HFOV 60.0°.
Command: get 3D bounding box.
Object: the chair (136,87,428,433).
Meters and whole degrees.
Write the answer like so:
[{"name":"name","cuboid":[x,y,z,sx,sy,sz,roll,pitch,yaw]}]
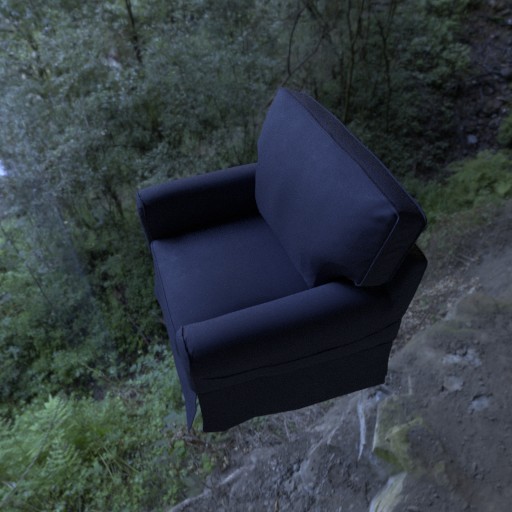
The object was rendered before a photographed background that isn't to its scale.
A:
[{"name":"chair","cuboid":[0.000,0.000,2.057,1.002,1.140,1.119,-15,48,-14]}]
